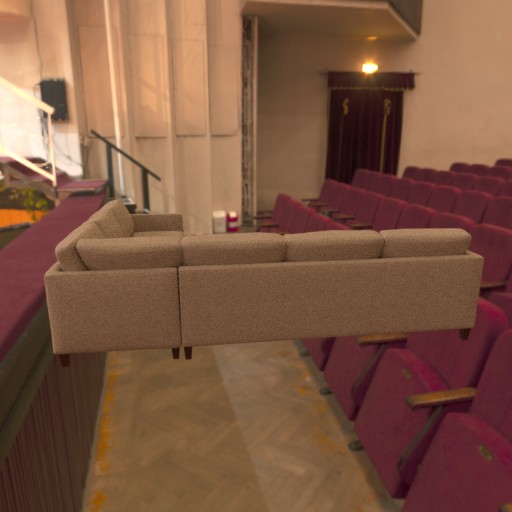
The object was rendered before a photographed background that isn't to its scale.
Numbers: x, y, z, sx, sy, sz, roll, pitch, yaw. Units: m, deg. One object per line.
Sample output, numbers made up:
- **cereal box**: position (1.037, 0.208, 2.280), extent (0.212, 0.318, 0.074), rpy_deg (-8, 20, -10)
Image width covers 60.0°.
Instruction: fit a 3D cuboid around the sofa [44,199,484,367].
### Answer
- **sofa**: position (0.000, 0.000, 4.484), extent (3.333, 0.934, 2.522), rpy_deg (-2, 15, -8)
